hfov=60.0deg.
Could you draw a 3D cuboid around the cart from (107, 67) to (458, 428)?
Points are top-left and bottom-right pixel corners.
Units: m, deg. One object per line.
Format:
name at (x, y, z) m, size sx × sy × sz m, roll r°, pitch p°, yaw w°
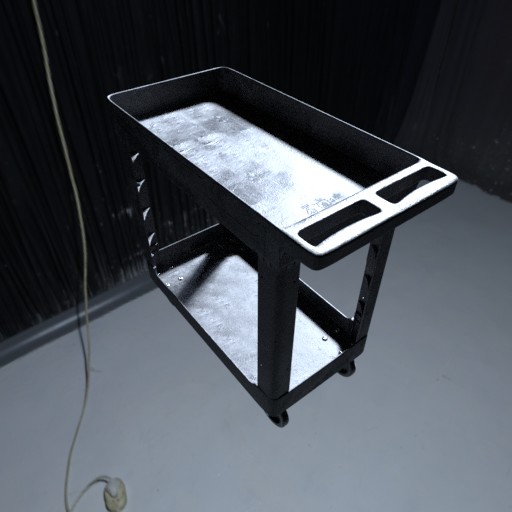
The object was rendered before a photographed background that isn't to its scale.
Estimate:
cart at (0.000, 0.000, 1.364) m, size 0.420 × 0.824 × 0.877 m, roll -27°, pitch 48°, yaw -27°
